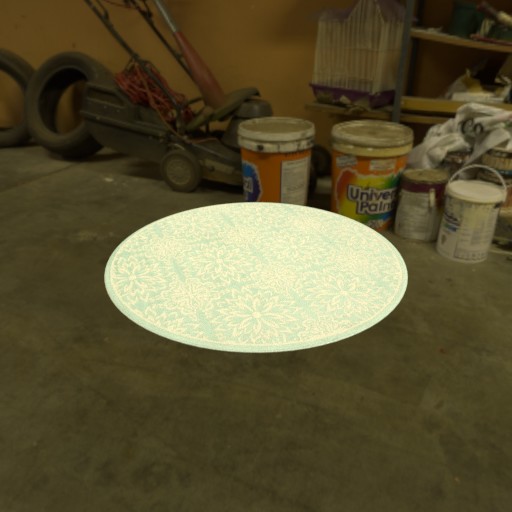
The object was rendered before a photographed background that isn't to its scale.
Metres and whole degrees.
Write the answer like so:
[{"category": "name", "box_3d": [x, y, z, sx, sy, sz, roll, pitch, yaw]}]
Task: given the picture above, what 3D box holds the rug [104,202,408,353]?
[{"category": "rug", "box_3d": [0.000, 0.000, 2.429, 1.593, 0.012, 1.593, 0, 28, 0]}]
